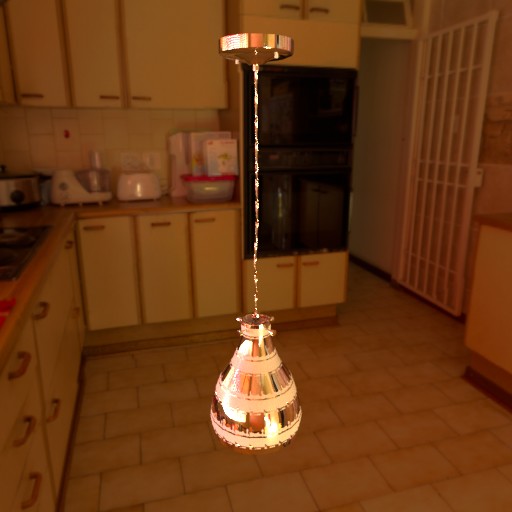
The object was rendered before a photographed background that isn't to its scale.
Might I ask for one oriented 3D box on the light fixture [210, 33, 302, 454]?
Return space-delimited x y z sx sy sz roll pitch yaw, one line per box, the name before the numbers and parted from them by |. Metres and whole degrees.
light fixture | 0.000 0.000 1.647 0.374 1.457 0.374 14 21 42
